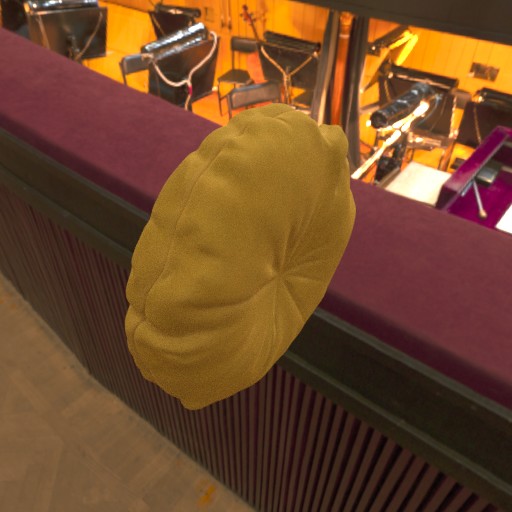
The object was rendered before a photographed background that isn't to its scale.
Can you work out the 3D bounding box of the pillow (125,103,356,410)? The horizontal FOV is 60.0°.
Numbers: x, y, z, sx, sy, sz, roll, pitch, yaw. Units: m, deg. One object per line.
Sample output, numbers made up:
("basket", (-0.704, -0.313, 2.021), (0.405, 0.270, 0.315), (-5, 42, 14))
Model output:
("pillow", (0.000, 0.000, 0.625), (0.148, 0.407, 0.428), (28, 49, 27))
